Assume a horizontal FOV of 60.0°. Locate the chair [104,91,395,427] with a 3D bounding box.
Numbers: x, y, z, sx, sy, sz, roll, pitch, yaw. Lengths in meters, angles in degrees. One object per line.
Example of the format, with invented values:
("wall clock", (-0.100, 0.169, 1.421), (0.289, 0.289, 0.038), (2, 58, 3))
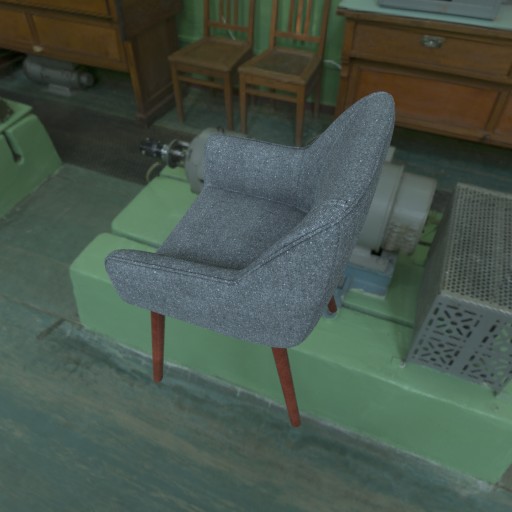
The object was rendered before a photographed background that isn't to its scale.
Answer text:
("chair", (0.000, 0.000, 1.162), (0.519, 0.803, 0.543), (16, 48, 14))
